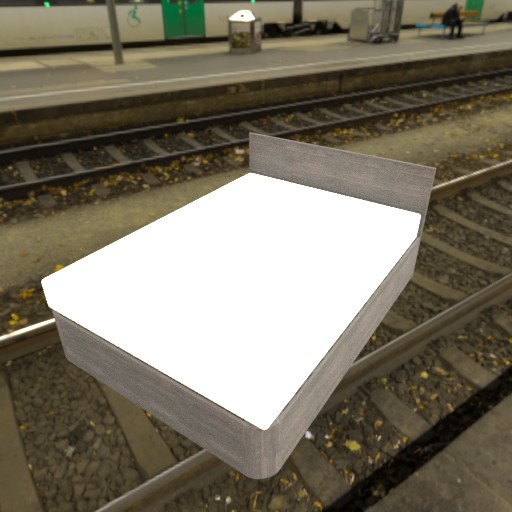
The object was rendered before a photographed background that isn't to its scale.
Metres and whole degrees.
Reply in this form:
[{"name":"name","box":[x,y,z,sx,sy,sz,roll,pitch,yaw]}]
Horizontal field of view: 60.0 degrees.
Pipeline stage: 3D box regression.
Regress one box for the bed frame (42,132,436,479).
[{"name":"bed frame","box":[0.000,0.000,2.610,1.400,0.800,1.900,19,36,29]}]
